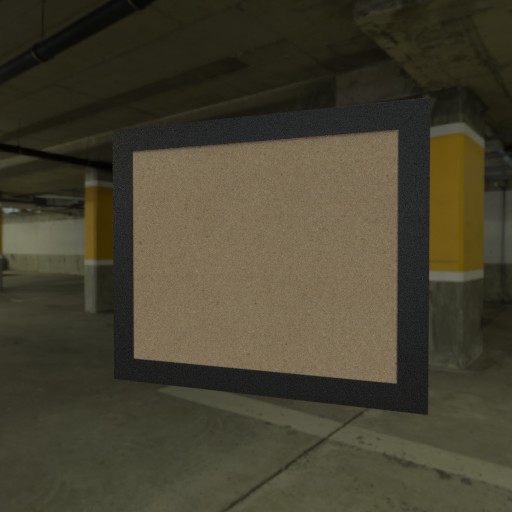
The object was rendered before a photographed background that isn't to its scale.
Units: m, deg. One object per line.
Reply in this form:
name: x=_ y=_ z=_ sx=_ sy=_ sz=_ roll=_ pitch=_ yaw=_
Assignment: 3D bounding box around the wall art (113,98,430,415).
wall art: x=0.000 y=0.000 z=0.524 sx=0.381 sy=0.321 sz=0.028 roll=0 pitch=1 yaw=19
